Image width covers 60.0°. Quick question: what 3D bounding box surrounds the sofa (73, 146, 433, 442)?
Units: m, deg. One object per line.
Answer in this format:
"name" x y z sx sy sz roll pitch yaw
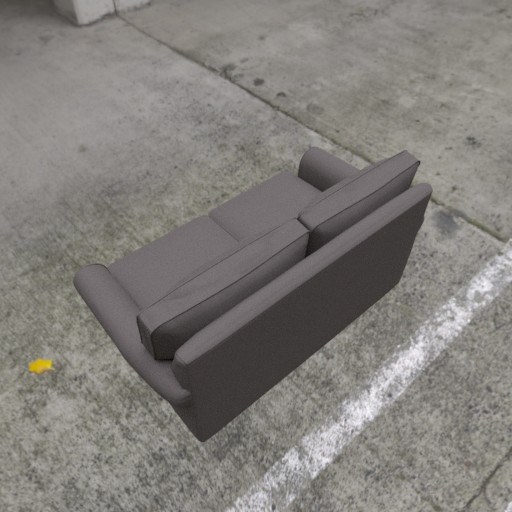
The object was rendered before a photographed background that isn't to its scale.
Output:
"sofa" 0.000 0.000 2.309 1.665 0.937 0.964 -32 55 -26
